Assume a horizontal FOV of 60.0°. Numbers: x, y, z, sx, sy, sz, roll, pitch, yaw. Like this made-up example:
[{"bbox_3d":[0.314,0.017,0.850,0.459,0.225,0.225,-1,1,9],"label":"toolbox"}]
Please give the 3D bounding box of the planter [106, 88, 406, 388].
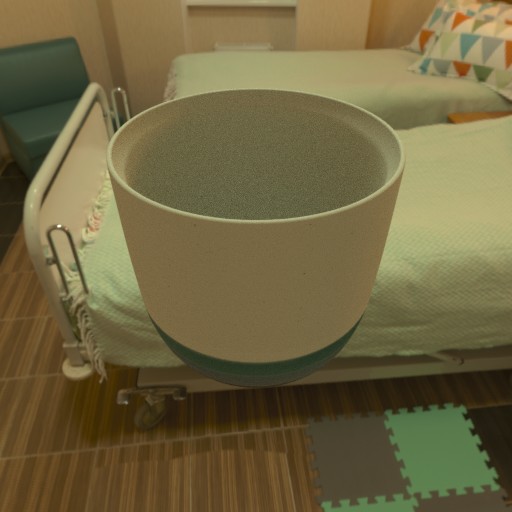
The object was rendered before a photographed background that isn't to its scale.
[{"bbox_3d":[0.000,0.000,0.378,0.204,0.214,0.204,0,40,0],"label":"planter"}]
